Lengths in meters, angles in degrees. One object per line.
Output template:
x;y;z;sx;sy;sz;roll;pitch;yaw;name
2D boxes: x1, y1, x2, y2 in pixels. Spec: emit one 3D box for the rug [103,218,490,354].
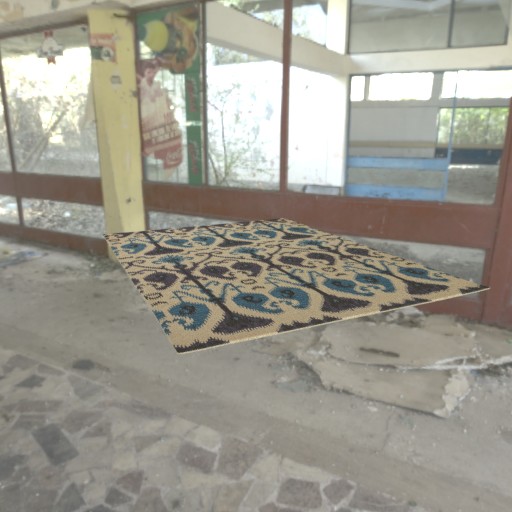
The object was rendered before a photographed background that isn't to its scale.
0.000;0.000;4.276;2.443;0.024;3.228;-7;17;-24;rug
